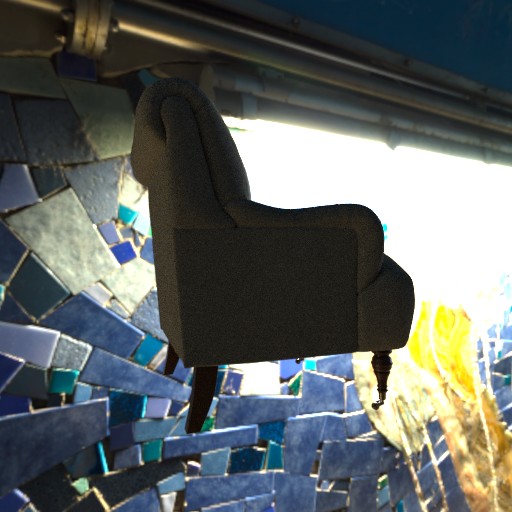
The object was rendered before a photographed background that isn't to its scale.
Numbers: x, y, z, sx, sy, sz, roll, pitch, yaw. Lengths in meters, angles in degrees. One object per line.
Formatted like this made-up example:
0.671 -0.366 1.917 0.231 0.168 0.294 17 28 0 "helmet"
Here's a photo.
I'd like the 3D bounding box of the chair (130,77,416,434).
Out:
0.000 0.000 1.566 0.843 0.942 0.766 0 0 -17 "chair"
